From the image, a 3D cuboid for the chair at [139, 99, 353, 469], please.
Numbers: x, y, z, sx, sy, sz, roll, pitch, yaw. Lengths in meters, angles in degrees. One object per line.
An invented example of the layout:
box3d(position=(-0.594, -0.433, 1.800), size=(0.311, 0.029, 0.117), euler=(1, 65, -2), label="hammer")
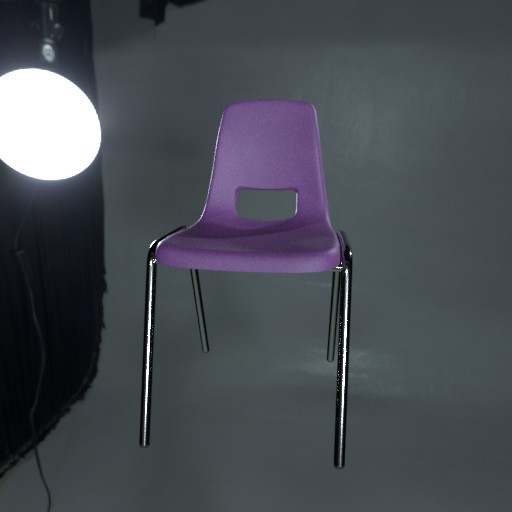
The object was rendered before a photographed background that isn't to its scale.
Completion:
box3d(position=(0.000, 0.000, 0.924), size=(0.381, 0.654, 0.432), euler=(2, 15, 9), label="chair")
